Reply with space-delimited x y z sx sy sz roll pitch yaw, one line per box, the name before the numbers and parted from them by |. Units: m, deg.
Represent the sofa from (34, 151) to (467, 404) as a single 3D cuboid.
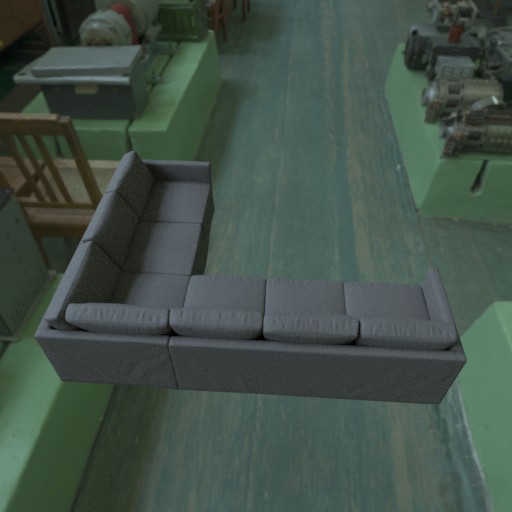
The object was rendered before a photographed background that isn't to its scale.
sofa | 0.000 0.000 4.242 3.182 0.871 2.432 3 45 3
